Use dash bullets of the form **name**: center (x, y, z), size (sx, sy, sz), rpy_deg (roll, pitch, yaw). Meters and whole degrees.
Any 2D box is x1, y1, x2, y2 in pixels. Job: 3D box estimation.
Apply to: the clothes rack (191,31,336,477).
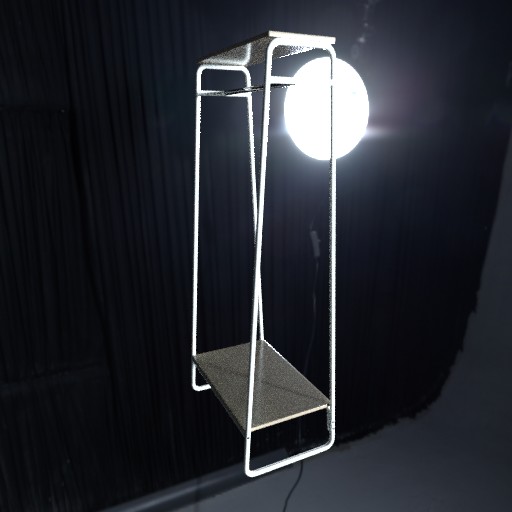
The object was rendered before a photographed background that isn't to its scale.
- **clothes rack**: center (0.000, 0.000, 1.776), size (0.400, 1.512, 0.640), rpy_deg (-8, 18, -25)
